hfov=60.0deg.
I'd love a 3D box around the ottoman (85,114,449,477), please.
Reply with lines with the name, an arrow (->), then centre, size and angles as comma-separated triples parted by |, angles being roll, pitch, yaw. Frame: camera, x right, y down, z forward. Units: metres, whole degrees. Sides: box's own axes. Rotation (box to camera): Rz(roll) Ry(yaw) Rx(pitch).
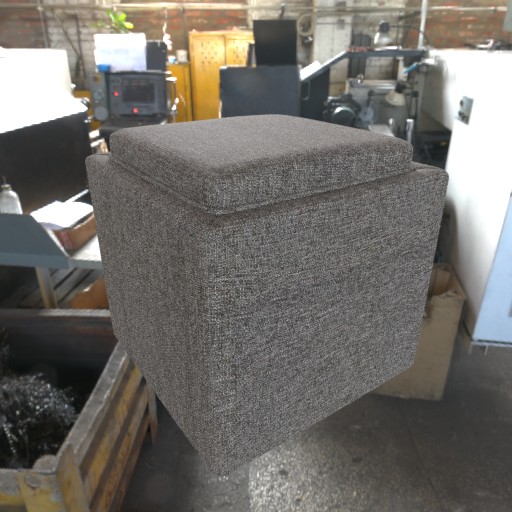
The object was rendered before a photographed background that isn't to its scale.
ottoman -> 0.000, 0.000, 0.820 | 0.450, 0.460, 0.450 | -17, 30, -31
